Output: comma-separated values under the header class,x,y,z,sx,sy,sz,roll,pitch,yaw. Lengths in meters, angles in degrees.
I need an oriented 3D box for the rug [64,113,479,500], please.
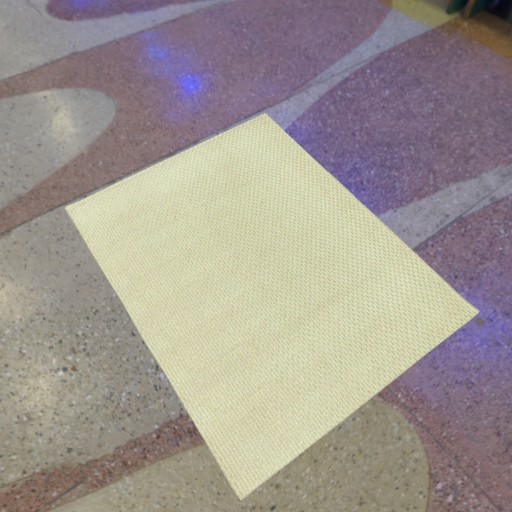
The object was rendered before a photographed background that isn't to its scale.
class,x,y,z,sx,sy,sz,roll,pitch,yaw
rug,0.000,0.000,3.781,2.277,0.035,2.897,-31,62,-18
